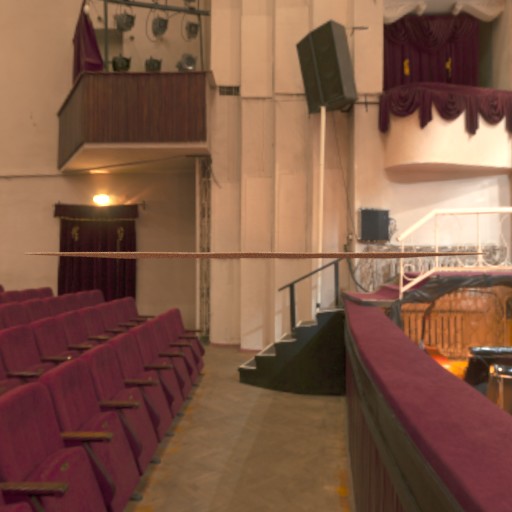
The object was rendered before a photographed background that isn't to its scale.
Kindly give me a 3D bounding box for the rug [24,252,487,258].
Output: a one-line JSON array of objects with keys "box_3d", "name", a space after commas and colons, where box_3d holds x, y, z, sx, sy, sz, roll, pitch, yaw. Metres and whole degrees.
[{"box_3d": [0.000, 0.000, 2.778, 2.135, 0.013, 1.524, 0, -1, 1], "name": "rug"}]
